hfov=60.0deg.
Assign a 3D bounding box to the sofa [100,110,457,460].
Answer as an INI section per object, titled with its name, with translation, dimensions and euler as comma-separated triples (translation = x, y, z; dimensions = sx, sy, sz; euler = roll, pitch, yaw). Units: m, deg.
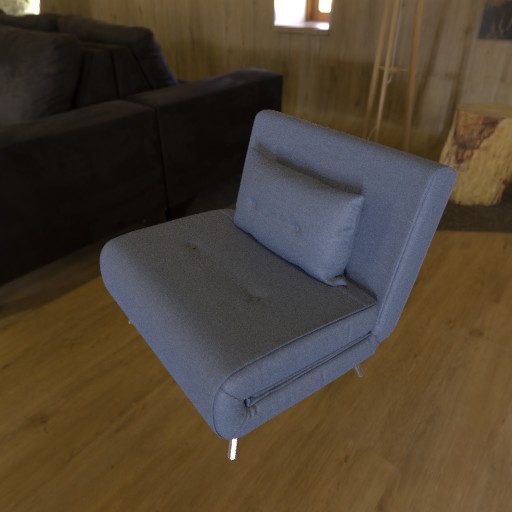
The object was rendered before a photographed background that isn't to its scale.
[sofa]
translation = 0.000, 0.000, 1.783
dimensions = 0.996, 0.860, 0.999
euler = -21, 37, -30
